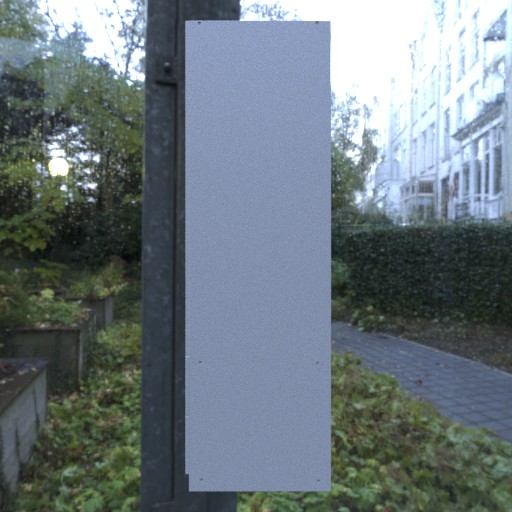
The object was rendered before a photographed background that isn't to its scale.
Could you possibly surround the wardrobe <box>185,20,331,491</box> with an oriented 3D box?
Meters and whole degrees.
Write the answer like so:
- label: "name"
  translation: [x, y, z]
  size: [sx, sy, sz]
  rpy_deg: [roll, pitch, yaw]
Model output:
- label: "wardrobe"
  translation: [0.000, 0.000, 2.196]
  size: [0.577, 1.808, 0.991]
  rpy_deg: [0, 0, 0]
